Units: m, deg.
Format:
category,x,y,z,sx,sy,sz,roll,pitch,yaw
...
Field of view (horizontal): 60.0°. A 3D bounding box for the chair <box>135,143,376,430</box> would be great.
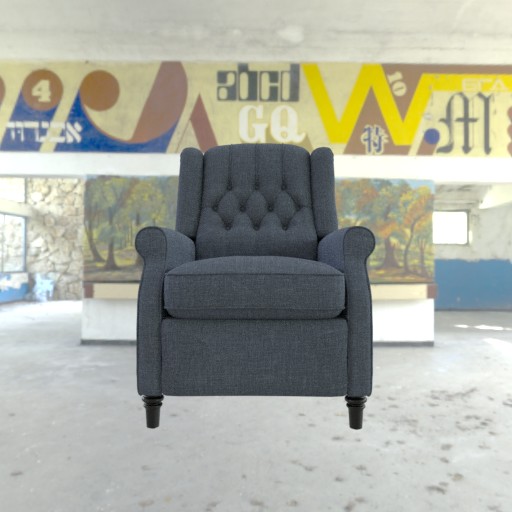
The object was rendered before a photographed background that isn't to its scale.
category,x,y,z,sx,sy,sz,roll,pitch,yaw
chair,0.000,0.000,1.683,0.742,1.035,0.898,0,0,1
